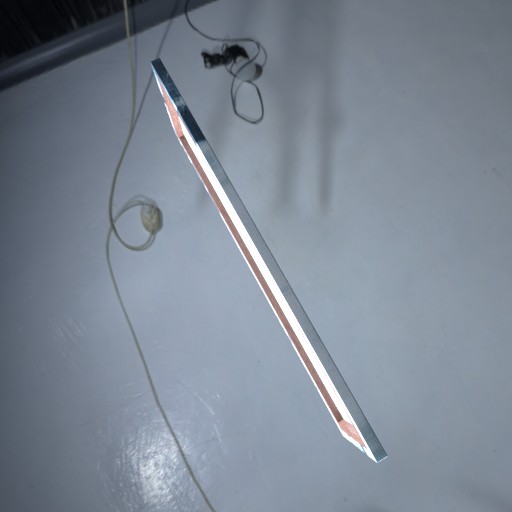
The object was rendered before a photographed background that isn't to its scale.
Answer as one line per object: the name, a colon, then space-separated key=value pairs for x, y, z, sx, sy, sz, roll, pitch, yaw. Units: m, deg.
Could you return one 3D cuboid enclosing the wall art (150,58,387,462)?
wall art: x=0.000 y=0.000 z=1.687 sx=0.037 sy=0.509 sz=1.524 roll=-28 pitch=78 yaw=-7
